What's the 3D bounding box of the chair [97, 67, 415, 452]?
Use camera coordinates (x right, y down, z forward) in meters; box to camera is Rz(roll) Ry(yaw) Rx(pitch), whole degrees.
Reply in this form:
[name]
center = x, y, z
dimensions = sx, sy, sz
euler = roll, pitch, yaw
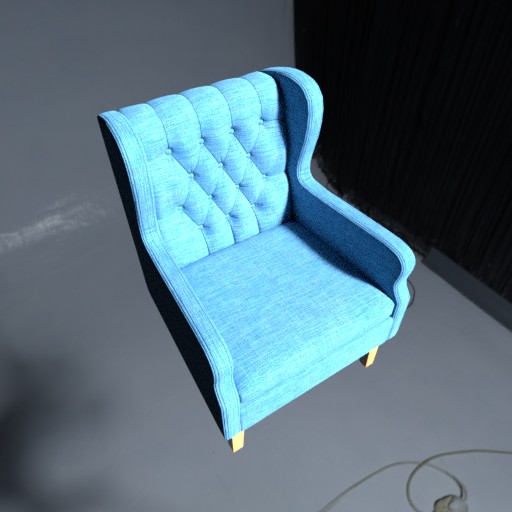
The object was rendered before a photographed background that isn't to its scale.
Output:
[chair]
center = 0.000, 0.000, 1.496
dimensions = 0.711, 0.952, 0.775
euler = -25, 50, -22
